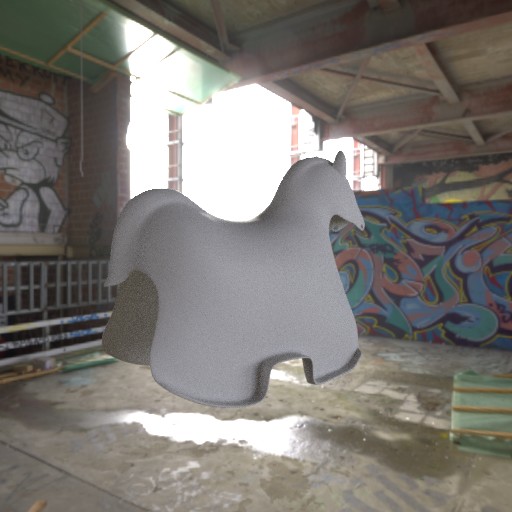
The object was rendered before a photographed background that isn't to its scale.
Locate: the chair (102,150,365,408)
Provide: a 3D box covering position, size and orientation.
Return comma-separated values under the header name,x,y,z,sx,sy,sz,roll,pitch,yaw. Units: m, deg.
name,x,y,z,sx,sy,sz,roll,pitch,yaw
chair,0.000,0.000,1.174,0.800,0.612,0.429,-1,1,-36
